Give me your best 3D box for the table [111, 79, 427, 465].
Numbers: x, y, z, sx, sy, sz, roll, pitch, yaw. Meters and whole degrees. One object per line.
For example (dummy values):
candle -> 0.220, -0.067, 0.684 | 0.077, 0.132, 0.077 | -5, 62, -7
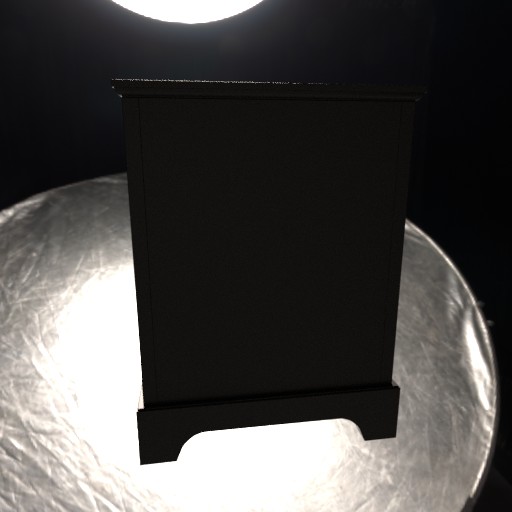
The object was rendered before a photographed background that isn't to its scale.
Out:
table -> 0.000, 0.000, 0.897 | 0.460, 0.610, 0.399 | -2, 15, -9
